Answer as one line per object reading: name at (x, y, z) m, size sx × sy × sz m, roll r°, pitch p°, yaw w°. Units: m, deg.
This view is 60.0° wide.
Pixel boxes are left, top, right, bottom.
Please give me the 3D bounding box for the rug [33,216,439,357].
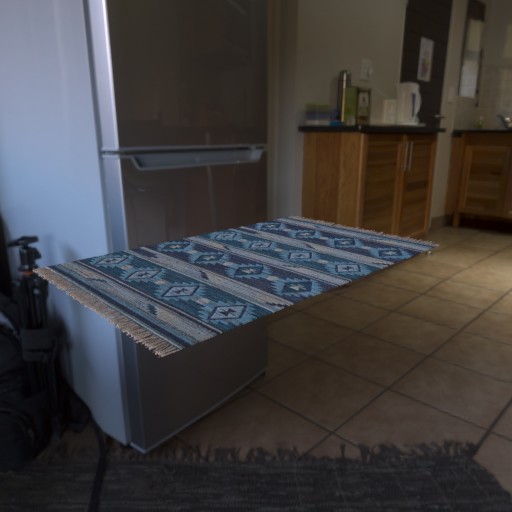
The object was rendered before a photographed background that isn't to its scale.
rug at (0.000, 0.000, 2.404) m, size 1.936 × 0.028 × 1.181 m, roll -15°, pitch 22°, yaw -41°
